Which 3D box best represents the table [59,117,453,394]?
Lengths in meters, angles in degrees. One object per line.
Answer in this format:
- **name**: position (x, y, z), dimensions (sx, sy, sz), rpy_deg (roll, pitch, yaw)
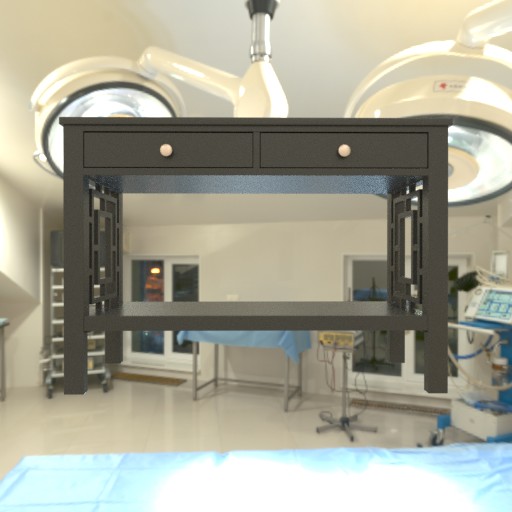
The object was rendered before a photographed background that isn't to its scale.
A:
- **table**: position (0.000, 0.000, 1.389), dimensions (1.068, 0.753, 0.397), rpy_deg (0, 0, -1)
